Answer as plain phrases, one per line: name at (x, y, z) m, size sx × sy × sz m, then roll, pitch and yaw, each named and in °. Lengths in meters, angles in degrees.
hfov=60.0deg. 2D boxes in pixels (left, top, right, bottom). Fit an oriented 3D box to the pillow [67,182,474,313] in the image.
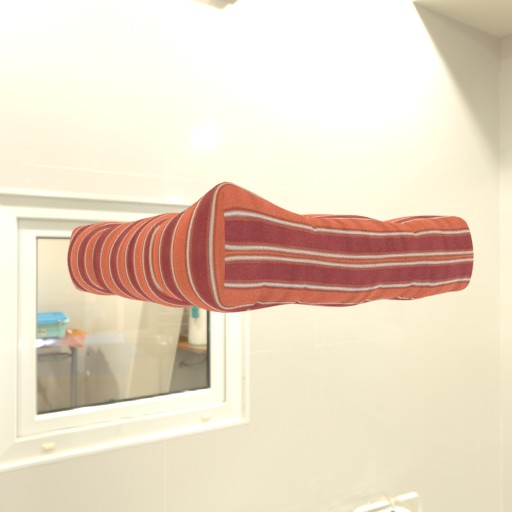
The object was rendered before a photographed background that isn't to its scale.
pillow at (0.000, 0.000, 0.707) m, size 0.468 × 0.133 × 0.490 m, roll 0°, pitch -1°, yaw -37°
